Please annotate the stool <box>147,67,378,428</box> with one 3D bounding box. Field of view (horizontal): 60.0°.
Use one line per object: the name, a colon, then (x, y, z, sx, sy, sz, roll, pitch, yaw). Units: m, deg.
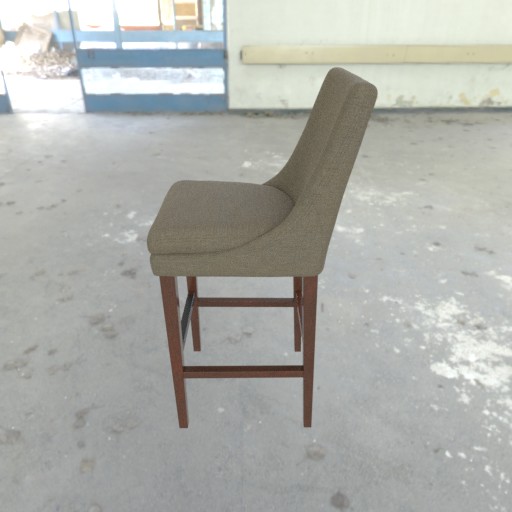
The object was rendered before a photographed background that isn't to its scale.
stool: (0.000, 0.000, 1.409, 0.577, 1.078, 0.470, 0, 28, 0)
